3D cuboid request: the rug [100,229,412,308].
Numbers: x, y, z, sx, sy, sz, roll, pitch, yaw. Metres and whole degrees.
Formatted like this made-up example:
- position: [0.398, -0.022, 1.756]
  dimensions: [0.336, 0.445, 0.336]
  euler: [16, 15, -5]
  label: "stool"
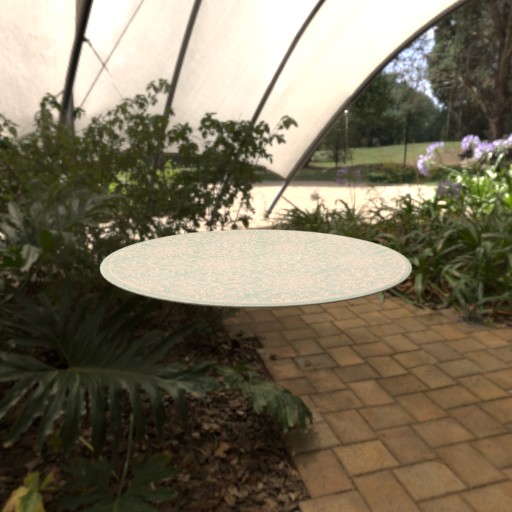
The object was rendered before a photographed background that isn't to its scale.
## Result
- position: [0.000, 0.000, 2.392]
  dimensions: [1.593, 0.012, 1.593]
  euler: [0, 13, 0]
  label: "rug"
